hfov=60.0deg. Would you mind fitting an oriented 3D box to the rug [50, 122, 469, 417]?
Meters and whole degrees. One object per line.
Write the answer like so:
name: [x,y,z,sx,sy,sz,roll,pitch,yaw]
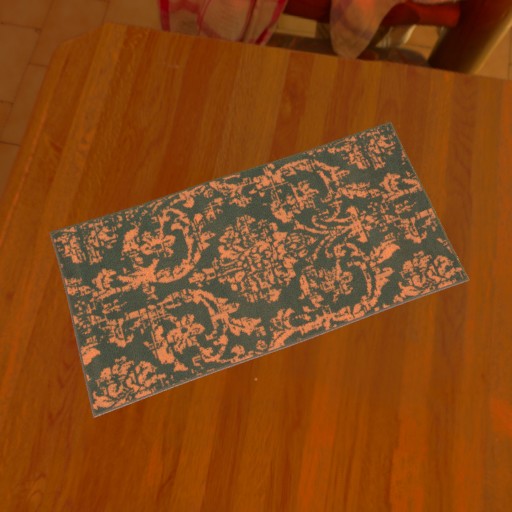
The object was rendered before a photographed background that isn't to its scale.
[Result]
rug: [0.000,0.000,1.422,1.219,0.007,0.604,-19,75,-5]
